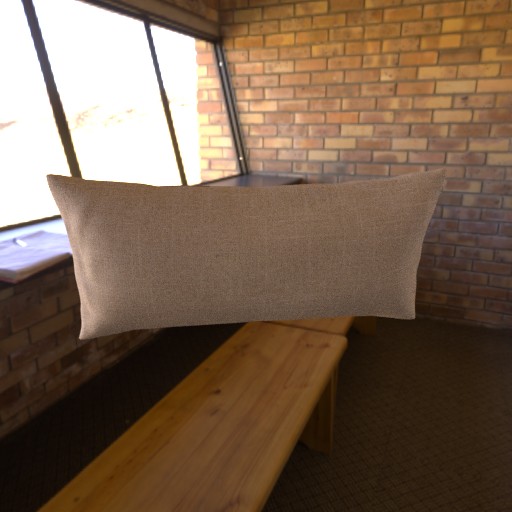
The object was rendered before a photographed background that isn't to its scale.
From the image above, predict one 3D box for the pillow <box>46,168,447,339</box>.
[{"bbox_3d":[0.000,0.000,0.735,0.612,0.282,0.155,-2,16,-8],"label":"pillow"}]
